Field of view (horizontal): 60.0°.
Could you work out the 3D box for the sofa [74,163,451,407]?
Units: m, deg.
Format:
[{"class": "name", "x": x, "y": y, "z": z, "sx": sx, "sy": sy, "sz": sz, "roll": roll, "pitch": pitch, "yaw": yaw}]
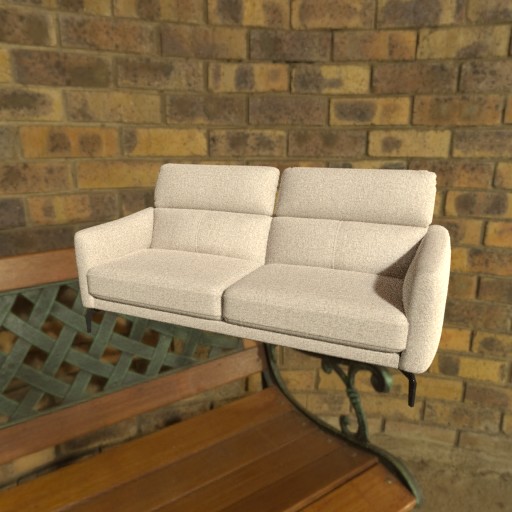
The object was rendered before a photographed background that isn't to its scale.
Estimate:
[{"class": "sofa", "x": 0.000, "y": 0.000, "z": 2.511, "sx": 2.015, "sy": 0.956, "sz": 0.856, "roll": 7, "pitch": 16, "yaw": 24}]
